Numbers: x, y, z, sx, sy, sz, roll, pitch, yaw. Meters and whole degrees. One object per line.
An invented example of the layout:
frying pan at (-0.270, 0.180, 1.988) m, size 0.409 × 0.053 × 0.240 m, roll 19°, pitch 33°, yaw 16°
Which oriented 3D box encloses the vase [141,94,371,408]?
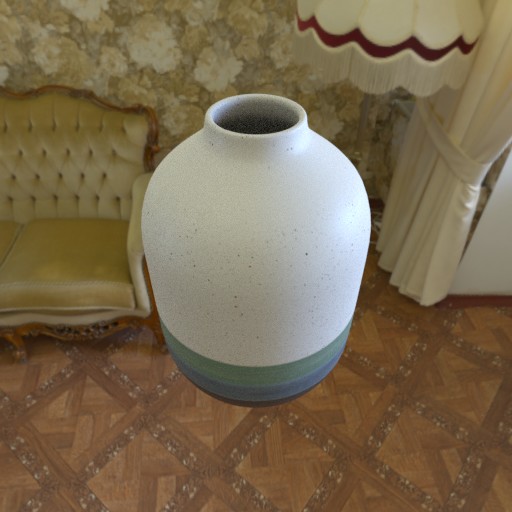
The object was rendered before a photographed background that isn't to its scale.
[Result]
vase at (0.000, 0.000, 0.357) m, size 0.169 × 0.240 × 0.169 m, roll 0°, pitch 42°, yaw 0°
